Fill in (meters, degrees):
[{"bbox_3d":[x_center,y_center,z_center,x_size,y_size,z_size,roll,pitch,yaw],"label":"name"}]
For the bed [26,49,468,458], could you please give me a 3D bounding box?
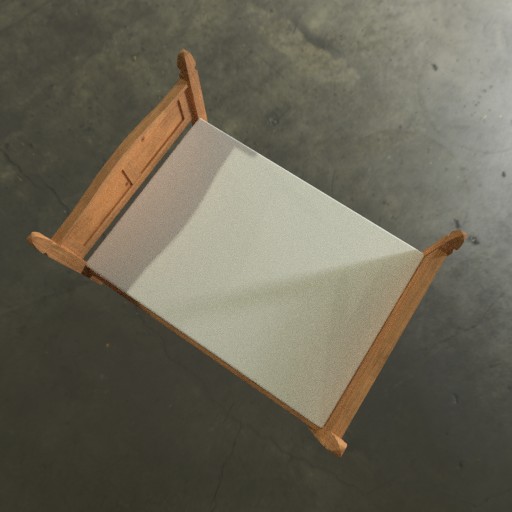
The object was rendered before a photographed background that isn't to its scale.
[{"bbox_3d":[0.000,0.000,2.931,2.069,1.100,1.490,33,78,8],"label":"bed"}]
